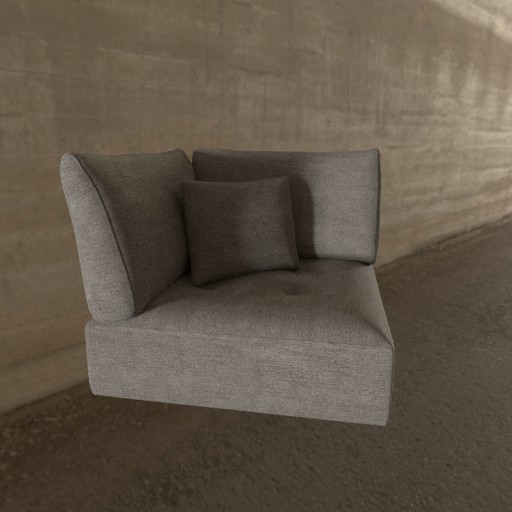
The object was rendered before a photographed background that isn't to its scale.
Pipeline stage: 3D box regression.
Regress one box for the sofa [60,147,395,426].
[{"bbox_3d":[0.000,0.000,1.741,1.000,0.820,1.000,3,15,10],"label":"sofa"}]
